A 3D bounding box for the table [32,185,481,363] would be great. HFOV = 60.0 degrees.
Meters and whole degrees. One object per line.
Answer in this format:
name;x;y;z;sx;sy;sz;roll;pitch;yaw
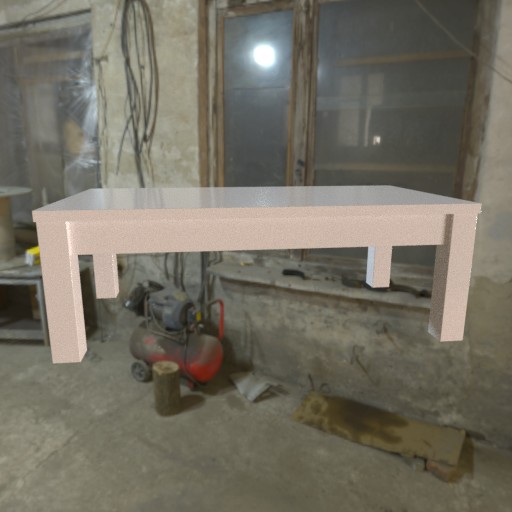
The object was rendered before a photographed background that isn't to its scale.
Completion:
table;0.000;0.000;1.712;1.350;0.470;0.700;-2;14;-7
